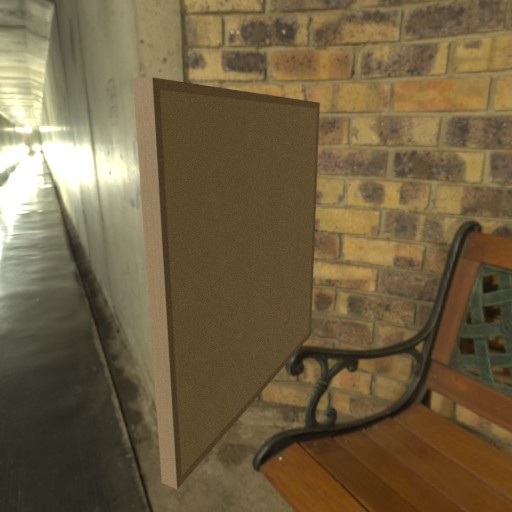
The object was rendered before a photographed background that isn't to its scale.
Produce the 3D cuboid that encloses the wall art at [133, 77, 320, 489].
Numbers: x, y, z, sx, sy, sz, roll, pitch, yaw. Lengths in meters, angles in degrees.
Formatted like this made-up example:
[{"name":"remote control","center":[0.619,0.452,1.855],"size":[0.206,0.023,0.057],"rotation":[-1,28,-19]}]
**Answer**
[{"name":"wall art","center":[0.000,0.000,1.105],"size":[0.038,0.758,0.761],"rotation":[8,18,26]}]
